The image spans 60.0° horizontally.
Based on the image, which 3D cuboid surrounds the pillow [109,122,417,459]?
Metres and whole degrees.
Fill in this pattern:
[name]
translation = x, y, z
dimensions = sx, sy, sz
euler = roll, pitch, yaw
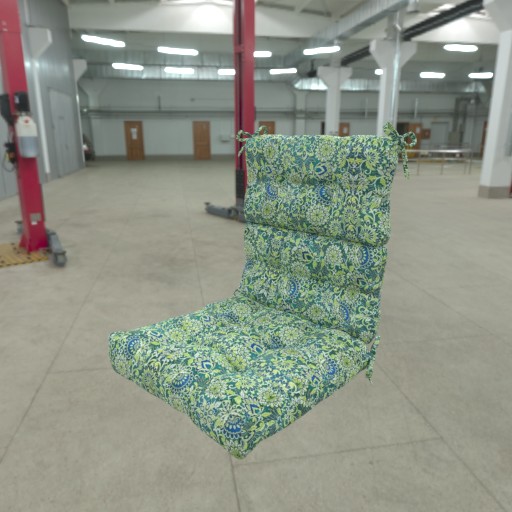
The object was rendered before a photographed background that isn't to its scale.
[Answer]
[pillow]
translation = 0.000, 0.000, 1.046
dimensions = 0.519, 0.605, 0.571
euler = 15, 21, 42
